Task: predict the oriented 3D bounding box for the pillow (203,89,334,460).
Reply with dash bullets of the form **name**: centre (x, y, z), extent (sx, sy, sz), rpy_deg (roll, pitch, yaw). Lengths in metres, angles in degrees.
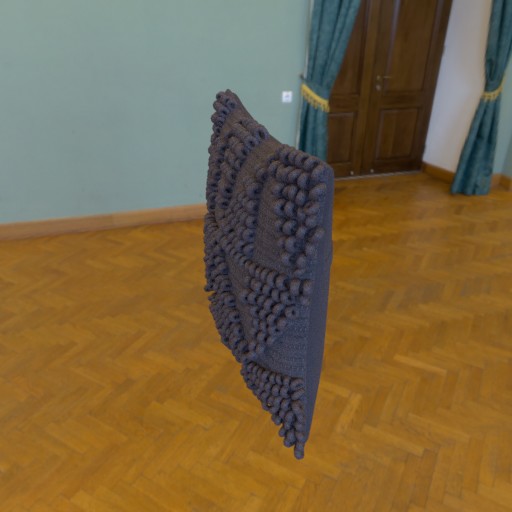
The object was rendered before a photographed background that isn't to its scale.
- **pillow**: centre (0.000, 0.000, 0.746), extent (0.172, 0.467, 0.470), rpy_deg (-8, 31, -14)
